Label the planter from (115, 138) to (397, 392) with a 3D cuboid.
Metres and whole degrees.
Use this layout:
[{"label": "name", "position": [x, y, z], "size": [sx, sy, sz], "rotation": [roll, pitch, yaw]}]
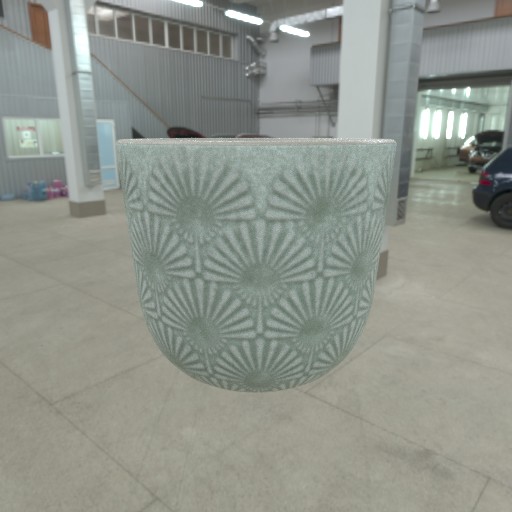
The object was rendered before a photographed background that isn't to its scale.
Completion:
[{"label": "planter", "position": [0.000, 0.000, 0.298], "size": [0.170, 0.152, 0.170], "rotation": [0, 15, 0]}]
